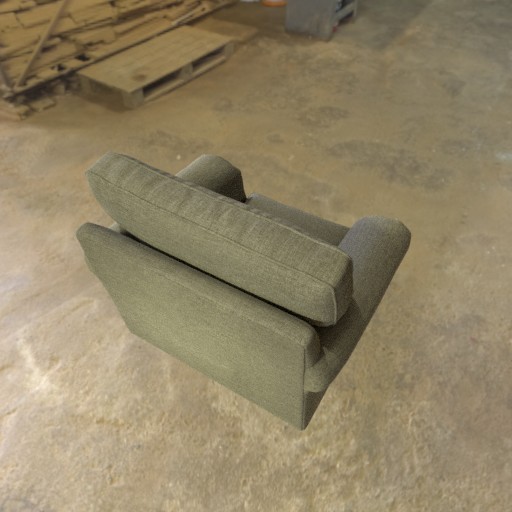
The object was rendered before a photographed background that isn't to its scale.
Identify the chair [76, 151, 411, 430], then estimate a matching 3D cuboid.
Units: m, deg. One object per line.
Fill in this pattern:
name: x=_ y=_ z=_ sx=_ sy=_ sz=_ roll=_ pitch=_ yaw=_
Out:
chair: x=0.000 y=0.000 z=1.877 sx=1.092 sy=0.961 sz=0.965 roll=23 pitch=50 yaw=22
